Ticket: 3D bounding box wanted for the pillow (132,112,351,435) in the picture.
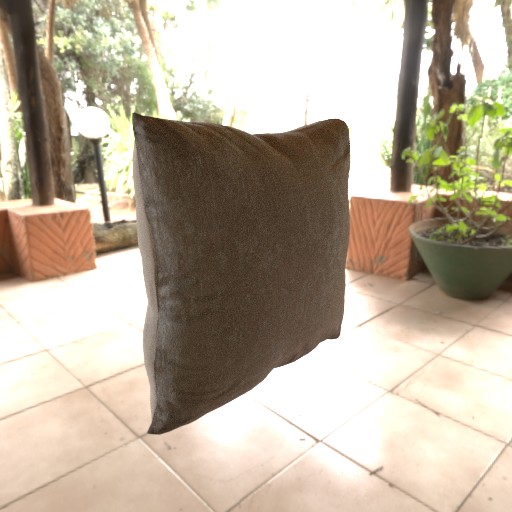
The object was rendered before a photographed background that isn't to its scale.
[{"bbox_3d":[0.000,0.000,0.738,0.450,0.448,0.245,-15,21,-42],"label":"pillow"}]
